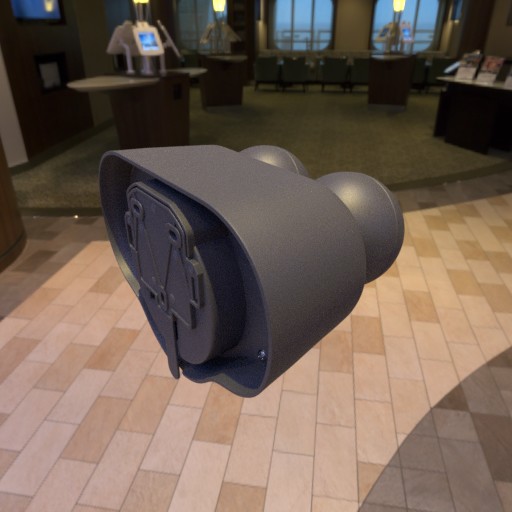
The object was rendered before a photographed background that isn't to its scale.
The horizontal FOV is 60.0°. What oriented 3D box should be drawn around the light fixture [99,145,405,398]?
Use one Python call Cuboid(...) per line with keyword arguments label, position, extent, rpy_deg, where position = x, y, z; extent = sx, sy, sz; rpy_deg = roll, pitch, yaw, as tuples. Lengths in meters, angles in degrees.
Cuboid(label="light fixture", position=(0.000, 0.000, 0.340), extent=(0.159, 0.159, 0.229), rpy_deg=(-19, 33, -32))
